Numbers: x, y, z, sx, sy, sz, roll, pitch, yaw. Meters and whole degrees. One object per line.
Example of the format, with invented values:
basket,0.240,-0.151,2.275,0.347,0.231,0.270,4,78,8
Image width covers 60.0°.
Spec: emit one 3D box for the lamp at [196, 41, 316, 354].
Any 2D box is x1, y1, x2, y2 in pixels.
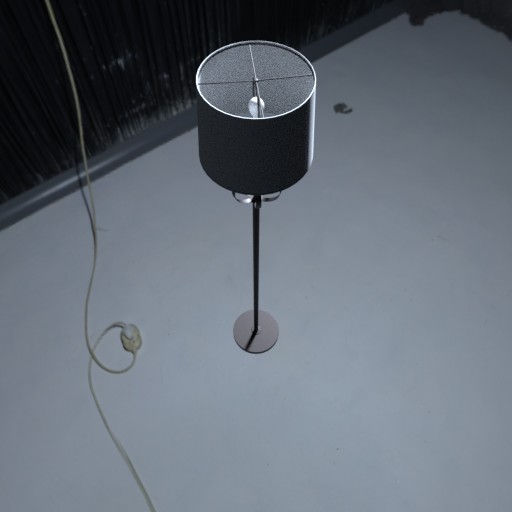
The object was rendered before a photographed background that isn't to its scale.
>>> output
lamp,0.000,0.000,1.558,0.286,1.462,0.286,-33,65,-18
